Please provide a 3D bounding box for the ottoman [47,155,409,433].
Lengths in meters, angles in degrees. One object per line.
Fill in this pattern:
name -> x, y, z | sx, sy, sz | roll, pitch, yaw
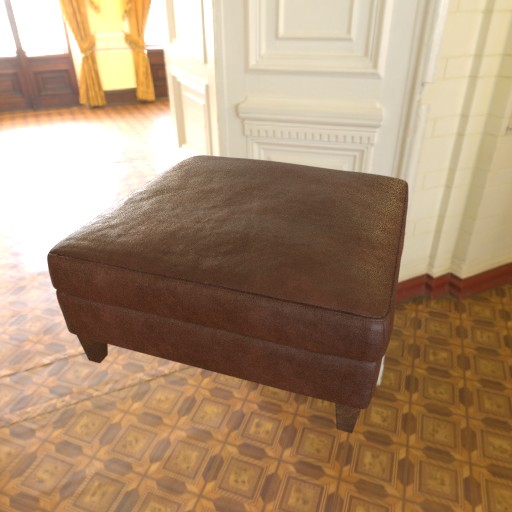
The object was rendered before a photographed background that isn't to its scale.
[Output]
ottoman -> 0.000, 0.000, 1.359 | 0.836, 0.415, 0.844 | 10, 32, 16
